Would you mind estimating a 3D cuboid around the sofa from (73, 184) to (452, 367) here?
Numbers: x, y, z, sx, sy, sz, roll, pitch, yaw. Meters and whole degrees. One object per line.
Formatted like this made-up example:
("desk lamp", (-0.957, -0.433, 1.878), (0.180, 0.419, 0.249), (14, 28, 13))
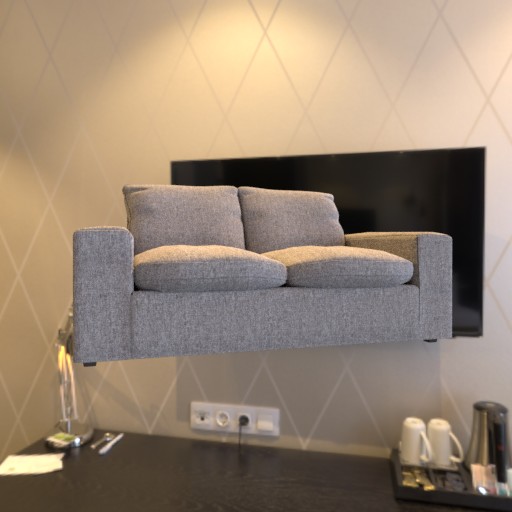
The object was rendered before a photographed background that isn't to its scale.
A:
("sofa", (0.000, 0.000, 2.400), (1.758, 0.877, 1.094), (0, 0, -17))
